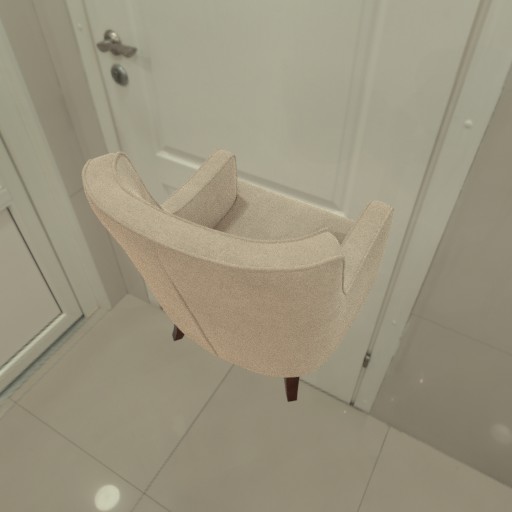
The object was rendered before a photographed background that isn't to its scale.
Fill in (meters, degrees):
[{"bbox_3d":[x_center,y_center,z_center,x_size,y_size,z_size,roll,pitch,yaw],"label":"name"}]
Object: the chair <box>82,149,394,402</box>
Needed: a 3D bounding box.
[{"bbox_3d":[0.000,0.000,1.597,0.781,0.920,0.910,23,50,20],"label":"chair"}]
